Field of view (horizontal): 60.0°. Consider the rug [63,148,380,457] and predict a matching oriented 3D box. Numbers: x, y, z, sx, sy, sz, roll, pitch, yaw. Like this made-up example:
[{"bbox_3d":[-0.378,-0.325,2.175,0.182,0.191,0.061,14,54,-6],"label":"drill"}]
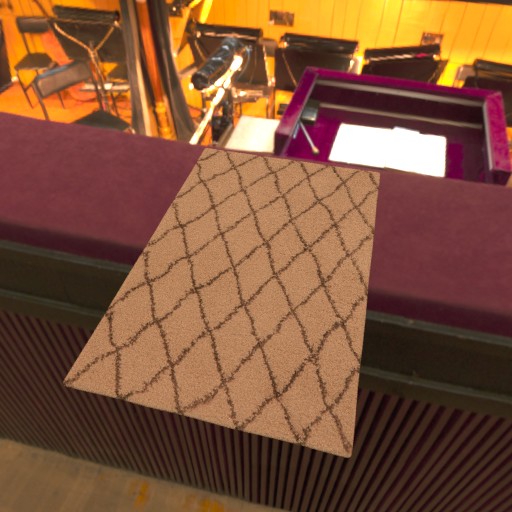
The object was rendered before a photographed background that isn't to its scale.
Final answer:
[{"bbox_3d":[0.000,0.000,3.511,1.778,0.030,2.743,10,47,10],"label":"rug"}]
